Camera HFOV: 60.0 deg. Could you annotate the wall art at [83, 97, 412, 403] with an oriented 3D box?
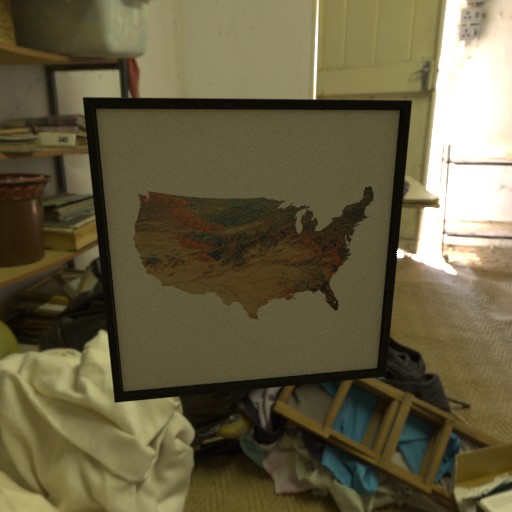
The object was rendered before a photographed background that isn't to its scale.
[{"bbox_3d":[0.000,0.000,0.454,0.304,0.303,0.015,-3,17,-9],"label":"wall art"}]
